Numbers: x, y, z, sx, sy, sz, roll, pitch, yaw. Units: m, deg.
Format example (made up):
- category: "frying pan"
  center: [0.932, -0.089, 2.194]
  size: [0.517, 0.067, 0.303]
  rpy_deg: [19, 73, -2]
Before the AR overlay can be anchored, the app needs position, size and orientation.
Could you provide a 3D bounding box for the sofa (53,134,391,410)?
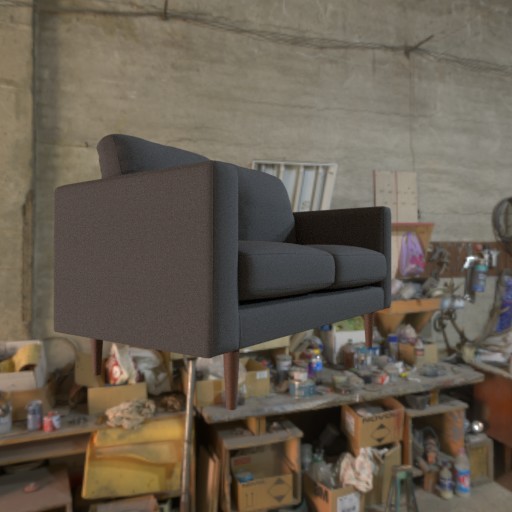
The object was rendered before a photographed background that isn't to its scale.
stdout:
- category: "sofa"
  center: [0.000, 0.000, 1.942]
  size: [0.796, 0.908, 1.430]
  rpy_deg: [0, 0, 35]
